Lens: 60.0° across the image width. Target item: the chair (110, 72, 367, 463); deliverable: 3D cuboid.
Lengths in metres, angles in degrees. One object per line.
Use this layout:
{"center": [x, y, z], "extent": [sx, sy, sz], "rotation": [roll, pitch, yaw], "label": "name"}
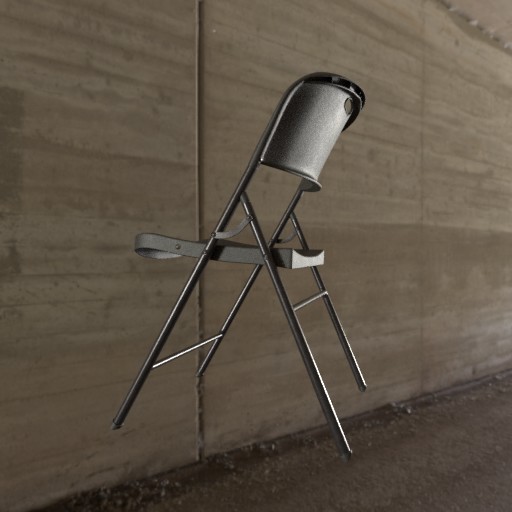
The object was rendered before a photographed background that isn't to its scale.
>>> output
{"center": [0.000, 0.000, 1.180], "extent": [0.566, 0.810, 0.494], "rotation": [0, 0, 18], "label": "chair"}
